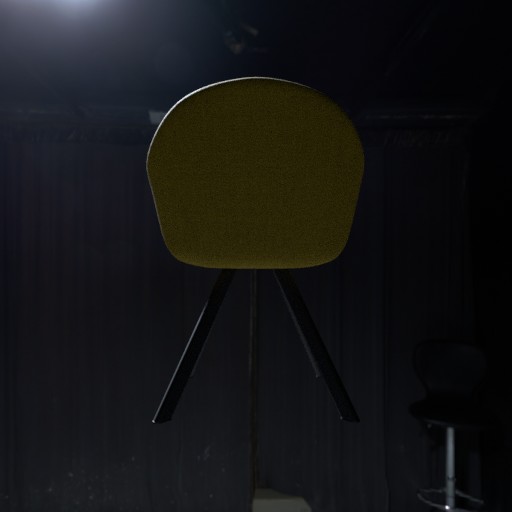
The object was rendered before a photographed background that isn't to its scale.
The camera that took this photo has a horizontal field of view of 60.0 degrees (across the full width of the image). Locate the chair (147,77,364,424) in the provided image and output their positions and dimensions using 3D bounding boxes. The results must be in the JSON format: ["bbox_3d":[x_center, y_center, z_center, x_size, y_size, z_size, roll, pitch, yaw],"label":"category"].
[{"bbox_3d":[0.000,0.000,1.232,0.590,0.795,0.550,0,-1,-1],"label":"chair"}]
